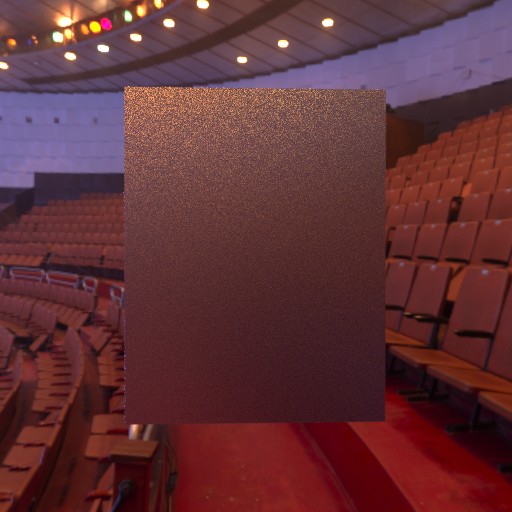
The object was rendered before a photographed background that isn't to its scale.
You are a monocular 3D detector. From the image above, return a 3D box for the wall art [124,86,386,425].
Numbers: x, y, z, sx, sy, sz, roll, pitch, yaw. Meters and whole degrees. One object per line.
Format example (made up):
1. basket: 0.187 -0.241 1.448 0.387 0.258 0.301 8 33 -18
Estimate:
1. wall art: 0.000 0.000 1.400 0.816 1.046 0.030 0 0 -2
